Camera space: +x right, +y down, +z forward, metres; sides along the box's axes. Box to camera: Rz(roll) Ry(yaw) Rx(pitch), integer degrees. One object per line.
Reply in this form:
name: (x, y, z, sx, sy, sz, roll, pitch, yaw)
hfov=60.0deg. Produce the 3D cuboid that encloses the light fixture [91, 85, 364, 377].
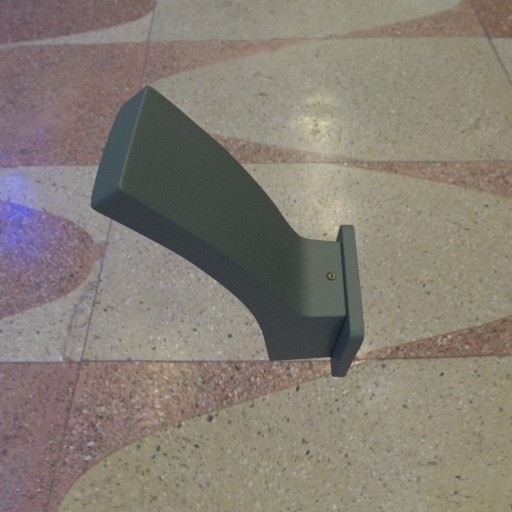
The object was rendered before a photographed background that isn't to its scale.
light fixture: (0.000, 0.000, 0.338, 0.174, 0.243, 0.108, 2, 57, 1)
